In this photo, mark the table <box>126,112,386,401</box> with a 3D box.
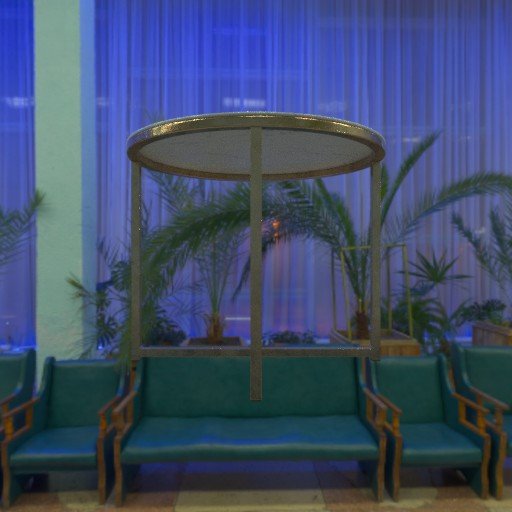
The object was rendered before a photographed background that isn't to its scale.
[{"bbox_3d":[0.000,0.000,0.891,0.500,0.420,0.500,0,0,0],"label":"table"}]
